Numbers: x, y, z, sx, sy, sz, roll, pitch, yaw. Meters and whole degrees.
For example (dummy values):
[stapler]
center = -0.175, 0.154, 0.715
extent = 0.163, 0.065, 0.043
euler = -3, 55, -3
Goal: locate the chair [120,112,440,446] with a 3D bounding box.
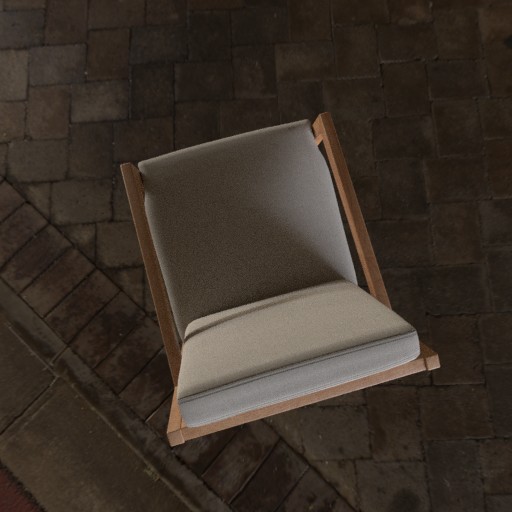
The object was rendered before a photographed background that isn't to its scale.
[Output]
[chair]
center = 0.000, 0.000, 1.384
extent = 0.622, 0.790, 0.857
euler = -15, 78, -3
